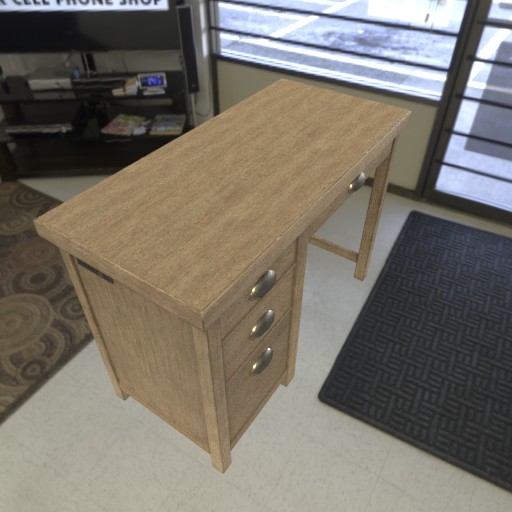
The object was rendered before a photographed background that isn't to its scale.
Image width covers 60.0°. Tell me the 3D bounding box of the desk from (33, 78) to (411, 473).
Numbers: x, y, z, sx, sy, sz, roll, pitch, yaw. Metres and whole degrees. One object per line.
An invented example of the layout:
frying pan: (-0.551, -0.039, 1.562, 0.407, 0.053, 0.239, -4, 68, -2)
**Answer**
desk: (0.000, 0.000, 1.789, 0.610, 0.912, 1.289, 25, 47, 25)
